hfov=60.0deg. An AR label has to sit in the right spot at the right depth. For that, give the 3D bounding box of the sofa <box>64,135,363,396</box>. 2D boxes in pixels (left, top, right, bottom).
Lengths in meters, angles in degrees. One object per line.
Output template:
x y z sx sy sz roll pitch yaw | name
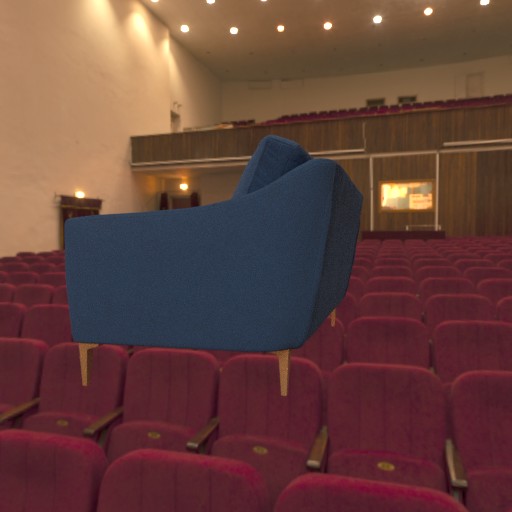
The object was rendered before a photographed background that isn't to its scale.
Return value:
0.000 0.000 2.197 0.960 0.902 1.619 1 2 17 | sofa
